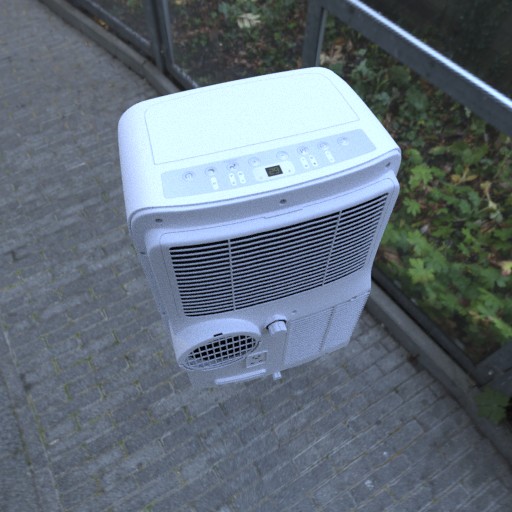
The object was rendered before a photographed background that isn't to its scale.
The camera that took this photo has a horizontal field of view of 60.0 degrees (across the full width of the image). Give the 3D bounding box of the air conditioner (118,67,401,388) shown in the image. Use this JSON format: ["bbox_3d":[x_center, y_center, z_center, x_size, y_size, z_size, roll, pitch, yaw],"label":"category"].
[{"bbox_3d":[0.000,0.000,0.942,0.454,0.700,0.365,-15,59,-9],"label":"air conditioner"}]
